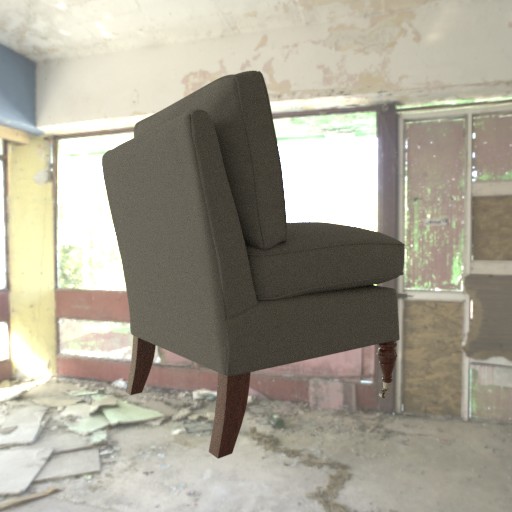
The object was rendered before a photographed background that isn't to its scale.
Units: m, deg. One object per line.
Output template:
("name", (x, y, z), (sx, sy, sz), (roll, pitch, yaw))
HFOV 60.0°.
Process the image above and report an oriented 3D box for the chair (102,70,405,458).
("chair", (0.000, 0.000, 1.647), (0.924, 1.045, 0.724), (-1, 2, -37))
